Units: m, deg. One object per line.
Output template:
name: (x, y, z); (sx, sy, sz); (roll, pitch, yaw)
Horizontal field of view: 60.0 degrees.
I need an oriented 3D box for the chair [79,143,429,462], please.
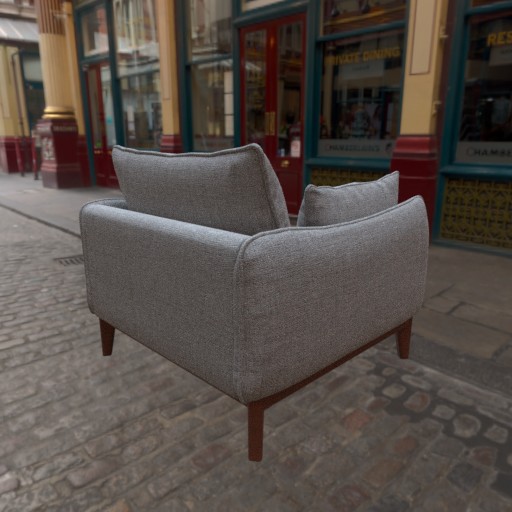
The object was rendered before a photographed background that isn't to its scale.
chair: (0.000, 0.000, 1.698); (0.976, 0.839, 0.993); (-14, 20, -43)
